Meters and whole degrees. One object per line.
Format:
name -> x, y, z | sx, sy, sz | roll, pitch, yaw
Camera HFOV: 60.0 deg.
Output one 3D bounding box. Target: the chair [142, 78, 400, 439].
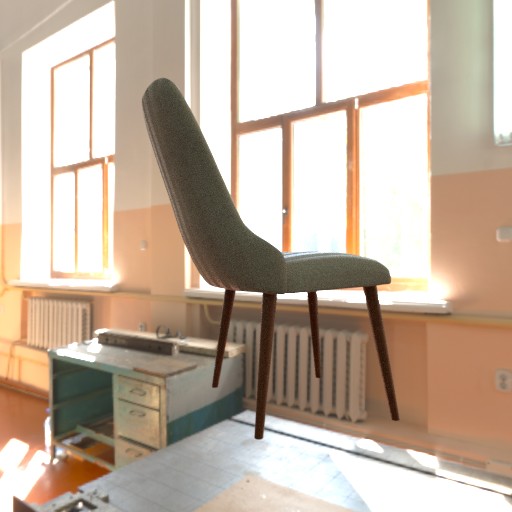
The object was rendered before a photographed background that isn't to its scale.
chair -> 0.000, 0.000, 1.364 | 0.684, 0.917, 0.526 | 0, -1, -19
